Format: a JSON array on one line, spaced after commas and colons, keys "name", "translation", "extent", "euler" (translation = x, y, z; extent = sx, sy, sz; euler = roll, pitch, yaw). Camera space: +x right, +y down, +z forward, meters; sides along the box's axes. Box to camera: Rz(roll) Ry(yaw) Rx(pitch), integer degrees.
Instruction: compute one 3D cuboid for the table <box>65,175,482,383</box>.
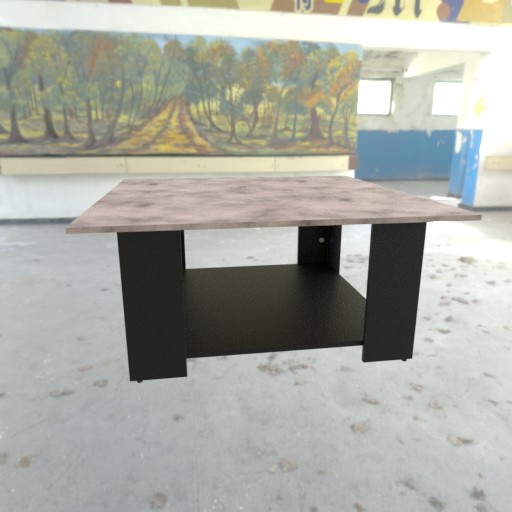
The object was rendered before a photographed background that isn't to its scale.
[{"name": "table", "translation": [0.000, 0.000, 1.059], "extent": [0.670, 0.305, 0.670], "euler": [-2, 16, -8]}]
